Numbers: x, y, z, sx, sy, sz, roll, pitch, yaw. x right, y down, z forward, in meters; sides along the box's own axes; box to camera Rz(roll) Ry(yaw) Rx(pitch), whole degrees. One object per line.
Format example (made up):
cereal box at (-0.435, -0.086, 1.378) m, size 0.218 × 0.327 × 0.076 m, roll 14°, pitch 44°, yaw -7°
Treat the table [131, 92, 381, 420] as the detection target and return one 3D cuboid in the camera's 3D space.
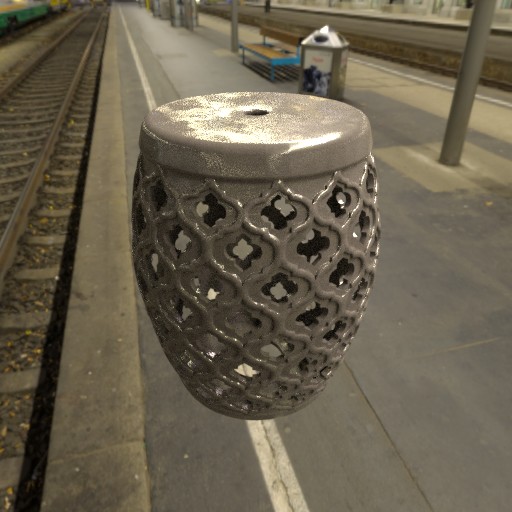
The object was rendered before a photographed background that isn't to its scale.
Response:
table at (0.000, 0.000, 0.614) m, size 0.325 × 0.388 × 0.325 m, roll 0°, pitch 31°, yaw 0°
